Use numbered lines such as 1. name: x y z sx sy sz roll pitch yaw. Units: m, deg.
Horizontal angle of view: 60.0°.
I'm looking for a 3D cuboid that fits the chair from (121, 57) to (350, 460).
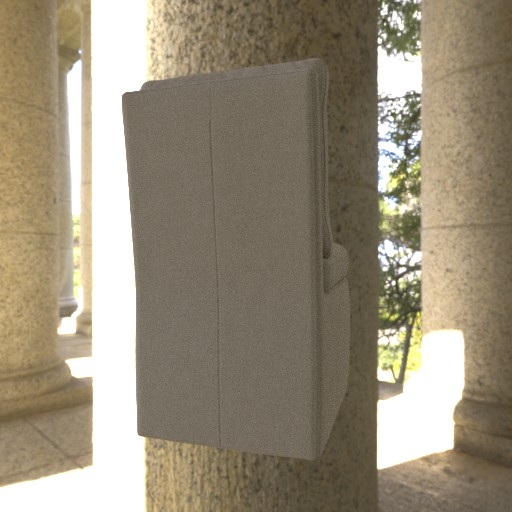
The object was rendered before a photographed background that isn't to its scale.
1. chair: 0.000 0.000 1.320 0.503 0.927 0.698 0 0 17
